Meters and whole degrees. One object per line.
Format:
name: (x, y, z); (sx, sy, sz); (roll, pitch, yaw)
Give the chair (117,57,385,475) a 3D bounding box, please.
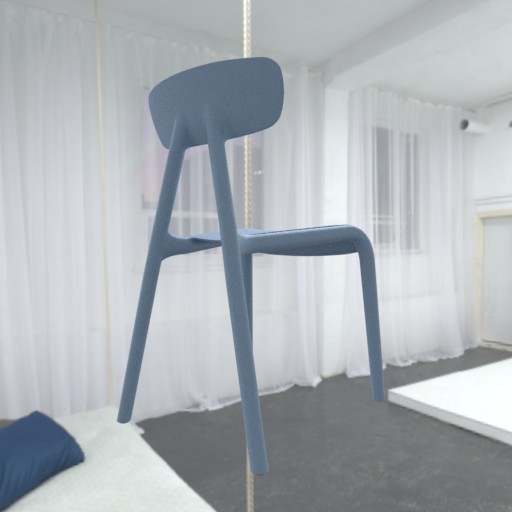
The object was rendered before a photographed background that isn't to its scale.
chair: (0.000, 0.000, 0.834); (0.356, 0.580, 0.401); (0, 1, 37)
